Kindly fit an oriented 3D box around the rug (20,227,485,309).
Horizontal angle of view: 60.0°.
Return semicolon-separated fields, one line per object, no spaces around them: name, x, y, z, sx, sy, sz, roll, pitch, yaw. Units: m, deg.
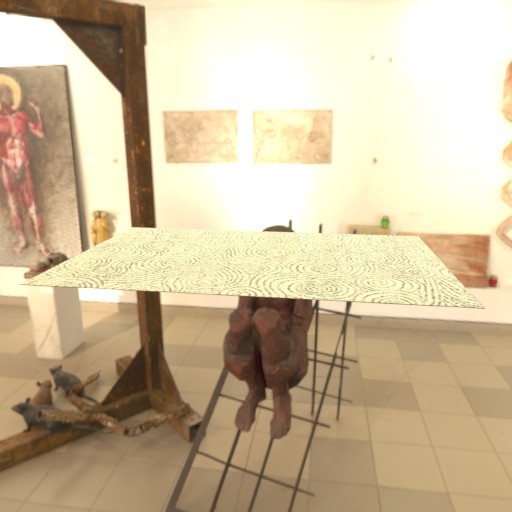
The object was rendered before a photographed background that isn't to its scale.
rug;0.000;0.000;3.017;2.439;0.005;1.524;2;16;8
